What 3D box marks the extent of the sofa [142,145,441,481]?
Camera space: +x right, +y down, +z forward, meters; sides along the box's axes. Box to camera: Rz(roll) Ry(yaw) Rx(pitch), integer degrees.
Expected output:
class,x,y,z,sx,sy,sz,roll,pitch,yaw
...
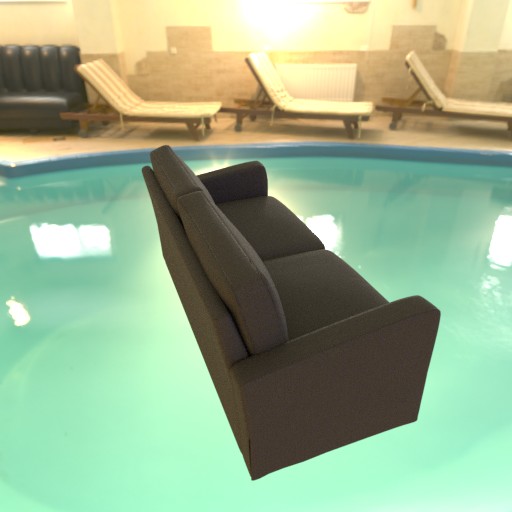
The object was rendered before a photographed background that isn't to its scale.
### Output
class,x,y,z,sx,sy,sz,roll,pitch,yaw
sofa,0.000,0.000,2.347,0.898,0.839,1.852,-11,32,-18
